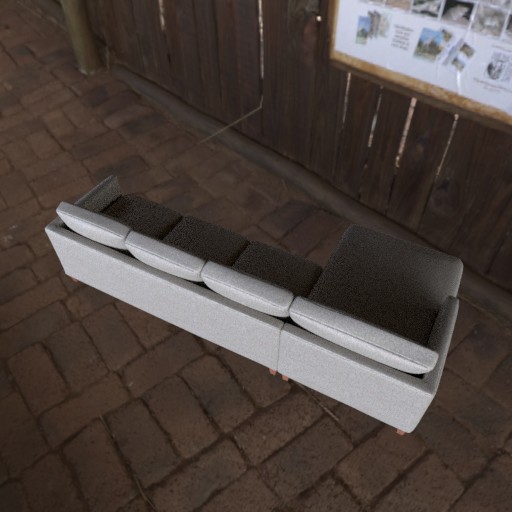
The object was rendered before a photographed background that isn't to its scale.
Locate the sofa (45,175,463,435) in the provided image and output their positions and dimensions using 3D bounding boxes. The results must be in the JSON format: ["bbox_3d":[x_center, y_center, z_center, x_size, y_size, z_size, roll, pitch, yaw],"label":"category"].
[{"bbox_3d":[0.000,0.000,3.748,3.201,0.876,1.502,21,50,19],"label":"sofa"}]
